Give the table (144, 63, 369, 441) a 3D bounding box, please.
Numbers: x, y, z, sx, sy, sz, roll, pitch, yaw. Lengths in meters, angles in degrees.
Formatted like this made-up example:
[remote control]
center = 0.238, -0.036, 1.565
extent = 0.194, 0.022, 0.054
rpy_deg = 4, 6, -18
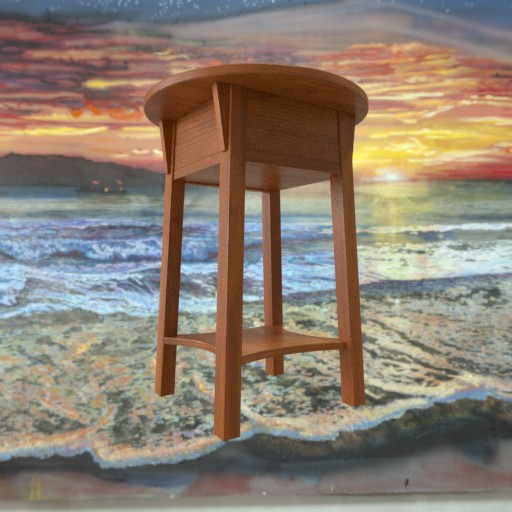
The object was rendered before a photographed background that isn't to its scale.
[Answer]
[table]
center = 0.000, 0.000, 0.928
extent = 0.457, 0.610, 0.457
rpy_deg = 0, 0, 0
